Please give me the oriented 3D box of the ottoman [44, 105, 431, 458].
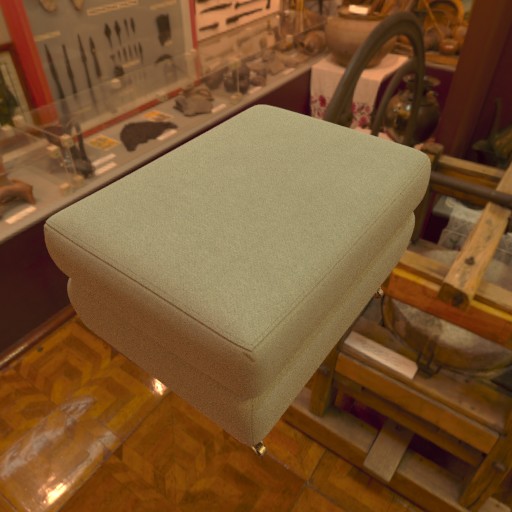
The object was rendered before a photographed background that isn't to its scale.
[{"bbox_3d":[0.000,0.000,1.132,0.569,0.499,0.773,27,48,27],"label":"ottoman"}]
